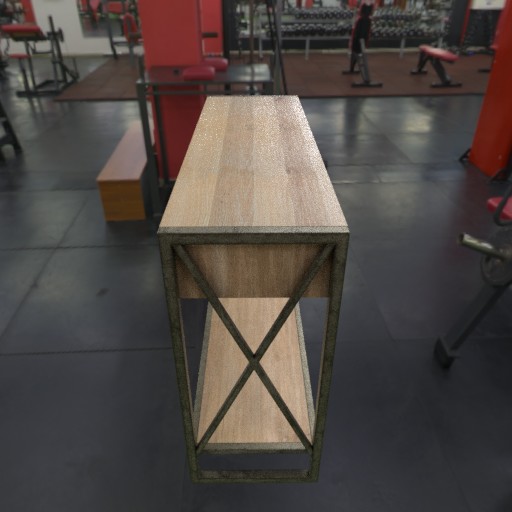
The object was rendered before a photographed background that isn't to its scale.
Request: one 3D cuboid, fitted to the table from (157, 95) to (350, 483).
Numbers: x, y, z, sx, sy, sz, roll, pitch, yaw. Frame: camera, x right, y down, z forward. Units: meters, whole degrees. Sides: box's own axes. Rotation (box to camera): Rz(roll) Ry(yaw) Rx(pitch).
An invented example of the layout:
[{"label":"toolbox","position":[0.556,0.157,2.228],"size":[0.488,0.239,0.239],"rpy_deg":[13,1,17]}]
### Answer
[{"label":"table","position":[0.000,0.000,1.426],"size":[0.361,0.763,1.059],"rpy_deg":[0,32,0]}]
